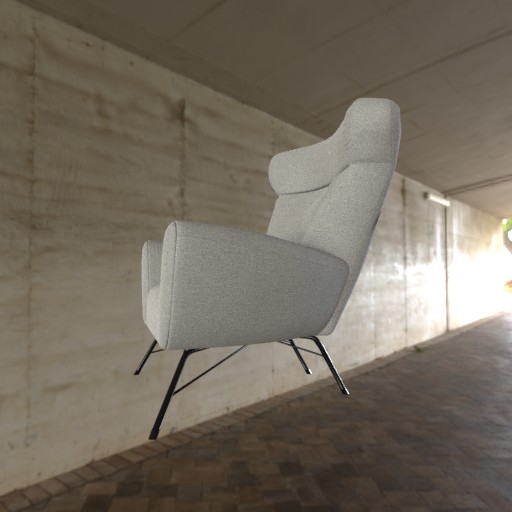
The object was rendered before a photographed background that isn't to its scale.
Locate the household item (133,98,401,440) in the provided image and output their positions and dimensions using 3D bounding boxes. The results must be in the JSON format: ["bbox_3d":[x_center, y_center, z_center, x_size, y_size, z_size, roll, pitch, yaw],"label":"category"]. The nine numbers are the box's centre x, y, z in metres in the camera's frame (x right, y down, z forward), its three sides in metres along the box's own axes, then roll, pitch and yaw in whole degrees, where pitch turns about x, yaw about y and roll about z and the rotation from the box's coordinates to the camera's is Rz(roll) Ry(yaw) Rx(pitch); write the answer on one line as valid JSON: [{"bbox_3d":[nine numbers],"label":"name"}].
[{"bbox_3d":[0.000,0.000,1.775,0.900,1.050,0.980,1,-2,-18],"label":"household item"}]
